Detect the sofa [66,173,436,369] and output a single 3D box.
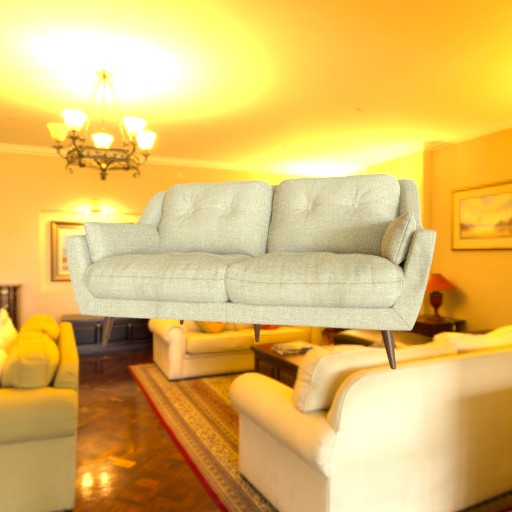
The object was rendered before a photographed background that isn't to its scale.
[{"bbox_3d":[0.000,0.000,2.274,1.652,0.888,0.965,0,0,18],"label":"sofa"}]
